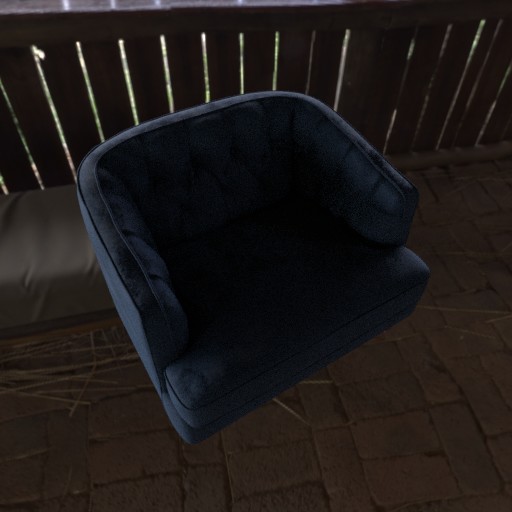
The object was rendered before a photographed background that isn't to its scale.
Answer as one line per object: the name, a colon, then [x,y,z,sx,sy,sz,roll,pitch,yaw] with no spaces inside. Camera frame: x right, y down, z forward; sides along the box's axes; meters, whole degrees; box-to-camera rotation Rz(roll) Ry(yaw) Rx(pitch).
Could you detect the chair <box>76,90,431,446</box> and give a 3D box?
chair: [0.000,0.000,1.739,1.094,0.852,0.940,-24,51,-22]
